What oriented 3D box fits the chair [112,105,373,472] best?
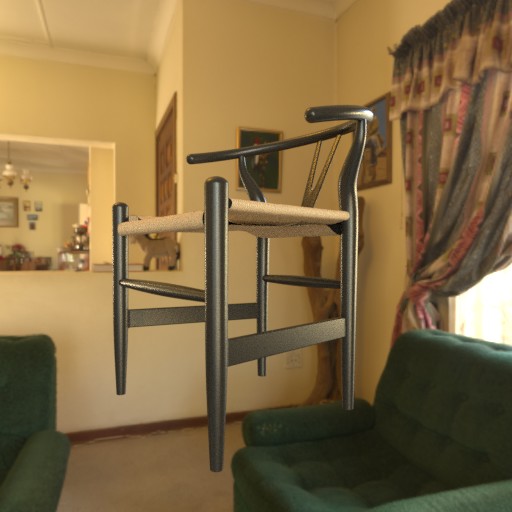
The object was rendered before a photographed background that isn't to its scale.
[{"bbox_3d":[0.000,0.000,1.129,0.570,0.739,0.570,0,1,-36],"label":"chair"}]
